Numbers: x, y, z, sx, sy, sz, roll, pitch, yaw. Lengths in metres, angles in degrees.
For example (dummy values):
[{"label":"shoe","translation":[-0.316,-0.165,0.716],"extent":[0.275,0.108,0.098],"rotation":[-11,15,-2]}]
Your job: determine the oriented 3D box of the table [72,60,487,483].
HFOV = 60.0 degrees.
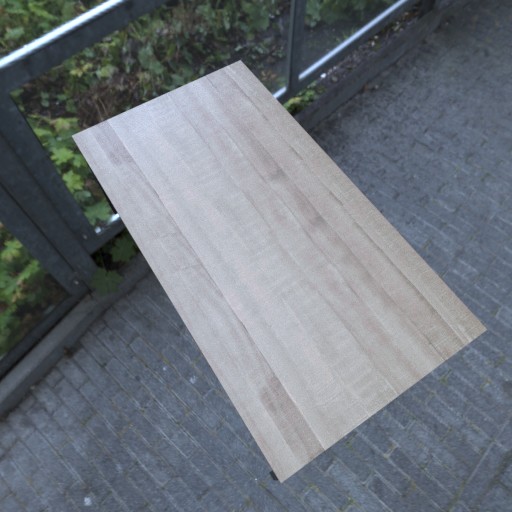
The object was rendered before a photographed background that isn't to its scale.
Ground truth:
[{"label":"table","translation":[0.000,0.000,1.320],"extent":[0.574,0.393,1.062],"rotation":[-30,67,-14]}]
